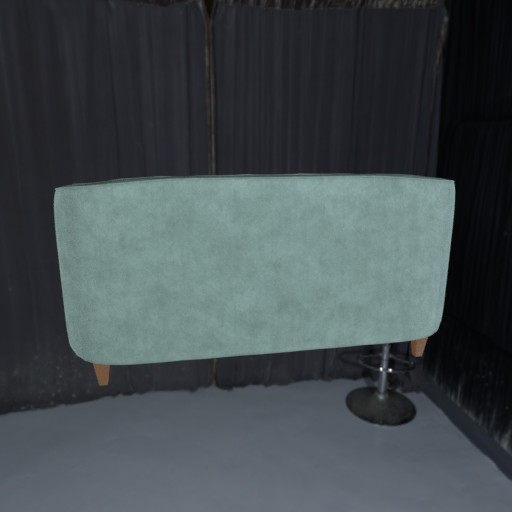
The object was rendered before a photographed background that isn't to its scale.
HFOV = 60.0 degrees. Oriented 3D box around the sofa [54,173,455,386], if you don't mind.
[{"bbox_3d":[0.000,0.000,2.201,1.733,0.855,0.941,-3,15,-10],"label":"sofa"}]
